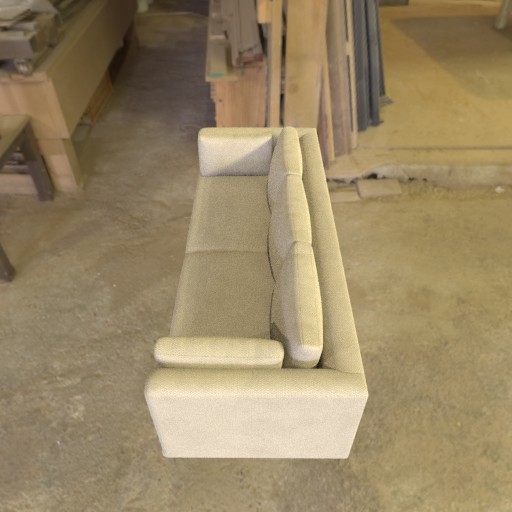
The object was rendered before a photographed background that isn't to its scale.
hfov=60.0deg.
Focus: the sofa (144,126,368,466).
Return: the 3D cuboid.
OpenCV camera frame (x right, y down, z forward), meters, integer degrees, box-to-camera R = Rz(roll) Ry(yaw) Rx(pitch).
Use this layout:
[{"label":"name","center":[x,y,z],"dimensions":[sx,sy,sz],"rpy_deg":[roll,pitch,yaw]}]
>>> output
[{"label":"sofa","center":[0.000,0.000,2.964],"dimensions":[0.969,0.867,2.415],"rpy_deg":[0,43,0]}]
